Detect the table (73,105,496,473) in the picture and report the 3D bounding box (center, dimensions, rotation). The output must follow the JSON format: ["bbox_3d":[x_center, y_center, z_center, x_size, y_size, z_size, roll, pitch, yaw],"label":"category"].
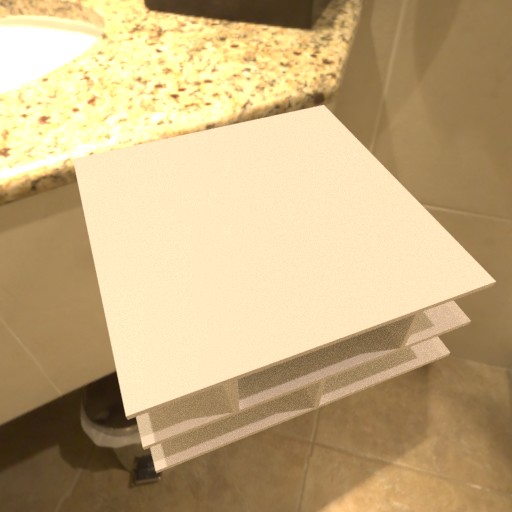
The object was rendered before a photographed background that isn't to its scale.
[{"bbox_3d":[0.000,0.000,1.077,0.700,0.289,0.700,-17,50,-14],"label":"table"}]
